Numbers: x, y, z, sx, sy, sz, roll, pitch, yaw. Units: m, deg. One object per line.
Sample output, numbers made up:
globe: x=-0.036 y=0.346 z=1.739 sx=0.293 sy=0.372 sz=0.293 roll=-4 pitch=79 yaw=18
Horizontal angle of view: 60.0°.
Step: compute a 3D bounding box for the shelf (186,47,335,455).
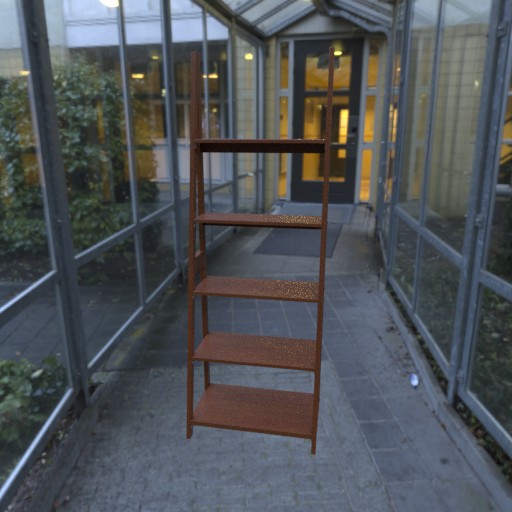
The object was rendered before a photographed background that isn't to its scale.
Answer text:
shelf: x=0.000 y=0.000 z=2.033 sx=0.630 sy=1.780 sz=0.356 roll=3 pitch=16 yaw=10
